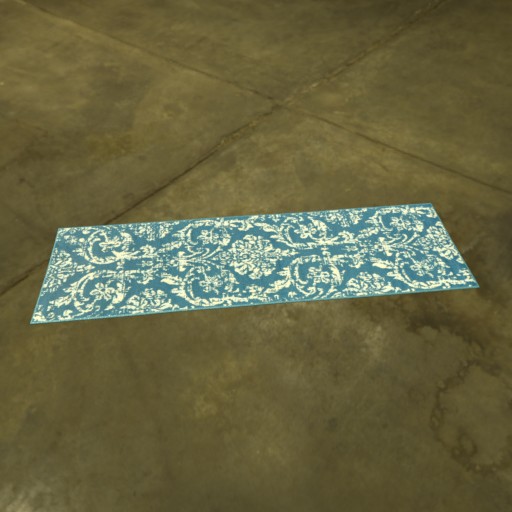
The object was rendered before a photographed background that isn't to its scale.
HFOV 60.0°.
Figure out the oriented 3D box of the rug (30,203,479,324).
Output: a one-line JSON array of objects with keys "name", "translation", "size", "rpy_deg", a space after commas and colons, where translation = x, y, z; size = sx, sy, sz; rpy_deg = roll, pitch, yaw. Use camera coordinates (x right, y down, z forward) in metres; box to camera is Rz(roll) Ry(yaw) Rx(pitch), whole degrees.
[{"name": "rug", "translation": [0.000, 0.000, 2.377], "size": [2.196, 0.011, 0.662], "rpy_deg": [-4, 47, -4]}]
